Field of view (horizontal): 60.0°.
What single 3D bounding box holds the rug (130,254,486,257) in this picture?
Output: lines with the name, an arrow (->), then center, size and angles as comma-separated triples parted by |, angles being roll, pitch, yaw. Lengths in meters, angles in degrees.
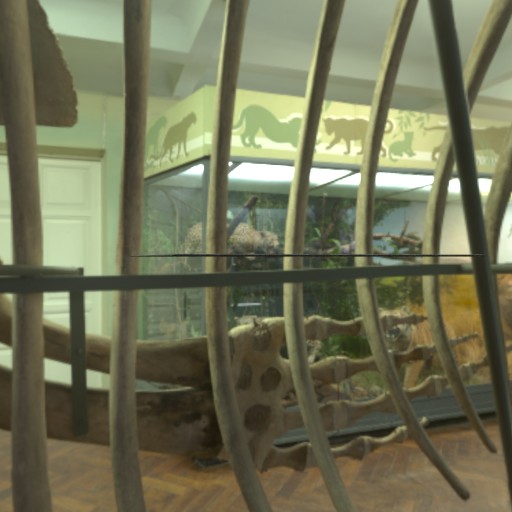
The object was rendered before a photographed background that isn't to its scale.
rug -> 0.000, 0.000, 3.098 | 1.554, 0.011, 2.476 | 0, 0, -19
